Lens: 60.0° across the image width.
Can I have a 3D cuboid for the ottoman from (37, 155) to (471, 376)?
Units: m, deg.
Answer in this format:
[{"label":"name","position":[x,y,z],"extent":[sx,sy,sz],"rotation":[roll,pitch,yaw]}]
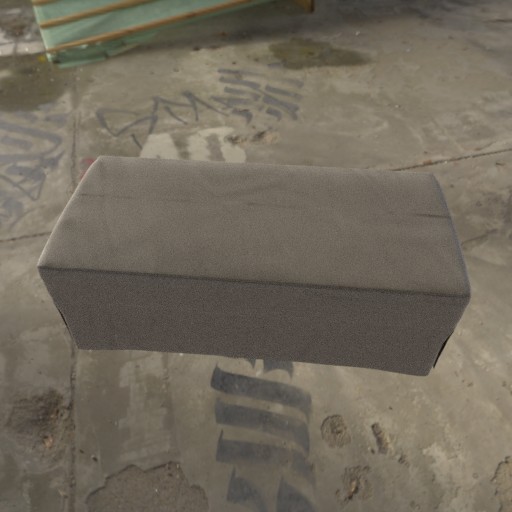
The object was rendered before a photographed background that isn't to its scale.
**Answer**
[{"label":"ottoman","position":[0.000,0.000,1.696],"extent":[1.388,0.457,0.665],"rotation":[4,48,3]}]
